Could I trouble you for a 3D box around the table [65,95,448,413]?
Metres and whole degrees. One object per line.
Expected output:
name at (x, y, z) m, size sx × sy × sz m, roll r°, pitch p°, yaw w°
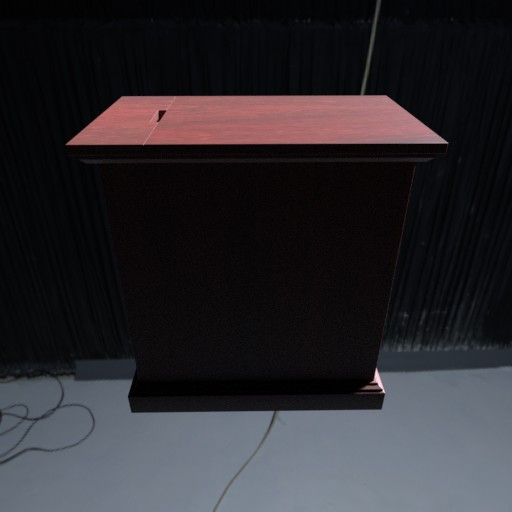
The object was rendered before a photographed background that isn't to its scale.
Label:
table at (0.000, 0.000, 0.985) m, size 0.584 × 0.612 × 0.356 m, roll 0°, pitch 31°, yaw -1°
